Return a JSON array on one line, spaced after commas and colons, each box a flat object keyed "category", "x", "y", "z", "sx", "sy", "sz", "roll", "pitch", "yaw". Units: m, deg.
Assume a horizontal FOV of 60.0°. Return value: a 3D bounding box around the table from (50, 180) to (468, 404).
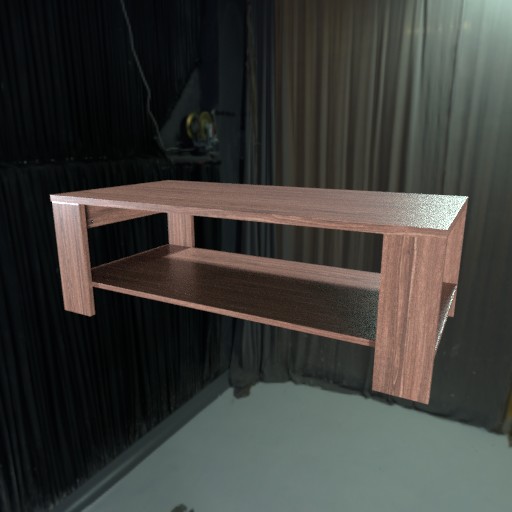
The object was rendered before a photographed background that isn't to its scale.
[{"category": "table", "x": 0.000, "y": 0.000, "z": 1.473, "sx": 1.200, "sy": 0.400, "sz": 0.600, "roll": 8, "pitch": 17, "yaw": 27}]
